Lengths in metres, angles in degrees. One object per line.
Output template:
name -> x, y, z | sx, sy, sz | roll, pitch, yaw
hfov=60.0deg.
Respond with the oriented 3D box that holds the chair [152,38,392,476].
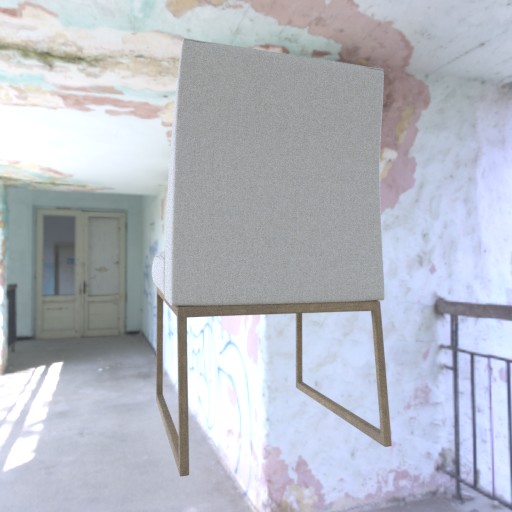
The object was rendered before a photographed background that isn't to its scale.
chair -> 0.000, 0.000, 1.181 | 0.508, 0.863, 0.522 | 0, -1, -18
